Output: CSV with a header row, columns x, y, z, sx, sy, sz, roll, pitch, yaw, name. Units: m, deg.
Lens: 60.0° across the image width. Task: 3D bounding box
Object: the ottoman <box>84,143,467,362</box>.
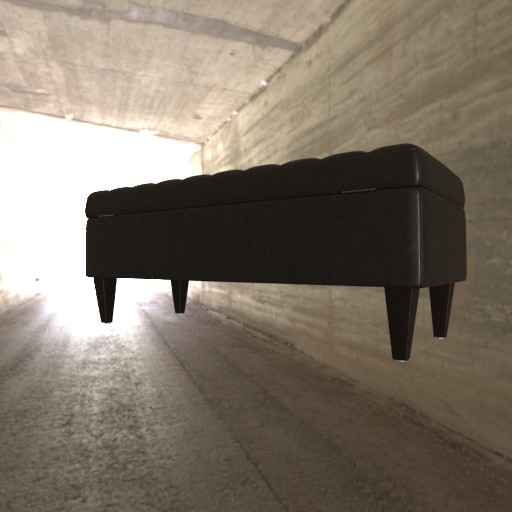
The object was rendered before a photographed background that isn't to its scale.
x,y,z,sx,sy,sz,roll,pitch,yaw,name
0.000,0.000,1.405,1.151,0.469,0.482,-1,-1,35,ottoman
